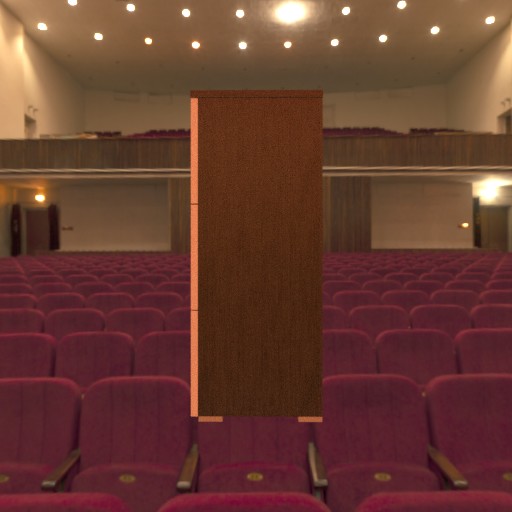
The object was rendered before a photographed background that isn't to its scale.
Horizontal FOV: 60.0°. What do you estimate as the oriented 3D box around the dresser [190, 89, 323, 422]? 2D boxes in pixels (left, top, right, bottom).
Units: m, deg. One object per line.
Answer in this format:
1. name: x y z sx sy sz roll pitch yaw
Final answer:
1. dresser: 0.000 0.000 1.821 0.333 0.790 1.535 0 0 1
